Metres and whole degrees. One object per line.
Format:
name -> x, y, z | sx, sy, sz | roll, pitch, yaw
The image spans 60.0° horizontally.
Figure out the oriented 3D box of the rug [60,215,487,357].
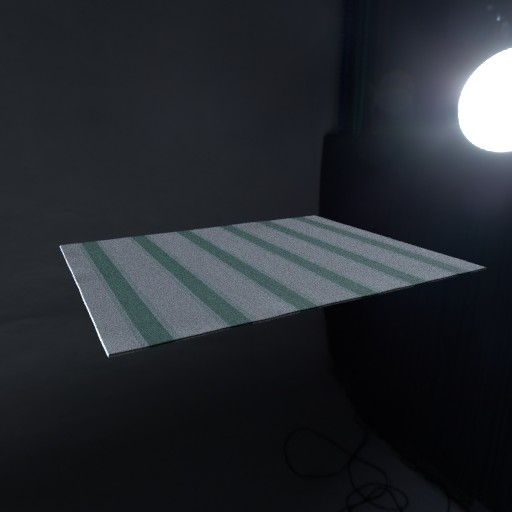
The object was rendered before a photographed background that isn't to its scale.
rug -> 0.000, 0.000, 3.993 | 3.041, 0.019, 2.434 | -9, 19, -27
